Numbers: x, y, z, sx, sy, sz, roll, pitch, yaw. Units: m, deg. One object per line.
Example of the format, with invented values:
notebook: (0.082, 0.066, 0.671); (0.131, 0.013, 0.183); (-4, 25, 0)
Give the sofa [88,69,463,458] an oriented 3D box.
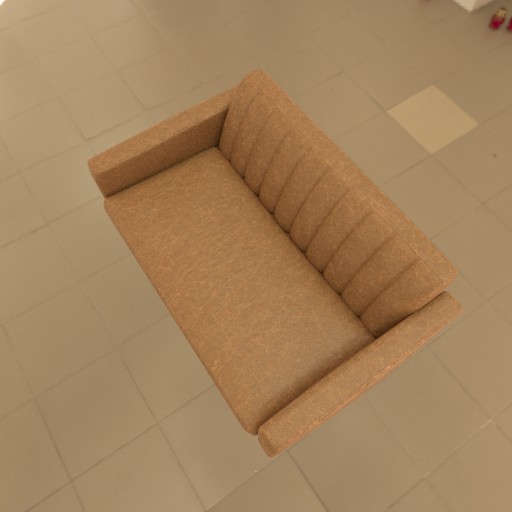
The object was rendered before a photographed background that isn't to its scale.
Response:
sofa: (0.000, 0.000, 2.113); (0.960, 0.820, 1.549); (-32, 68, -14)
